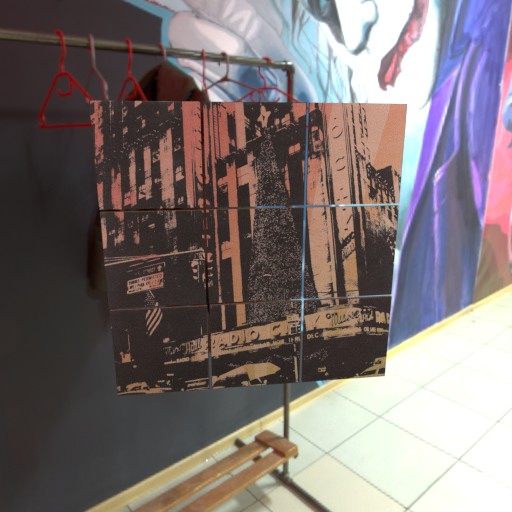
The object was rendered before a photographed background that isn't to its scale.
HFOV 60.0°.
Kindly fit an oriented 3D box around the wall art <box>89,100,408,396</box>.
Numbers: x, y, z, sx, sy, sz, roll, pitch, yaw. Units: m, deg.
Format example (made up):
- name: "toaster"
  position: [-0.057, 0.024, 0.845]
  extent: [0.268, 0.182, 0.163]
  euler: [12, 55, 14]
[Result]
- name: "wall art"
  position: [0.000, 0.000, 2.315]
  extent: [1.527, 1.521, 0.017]
  euler: [-2, 16, -7]
